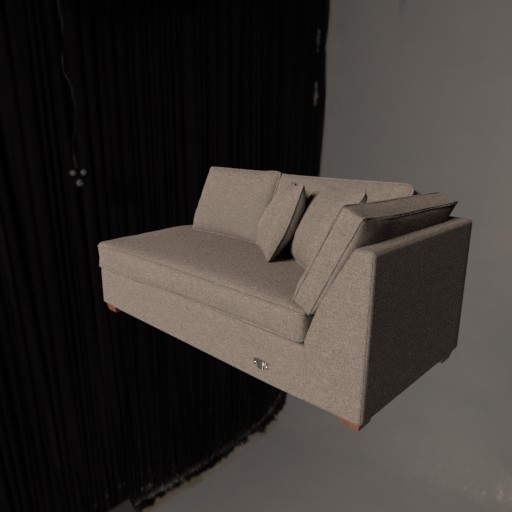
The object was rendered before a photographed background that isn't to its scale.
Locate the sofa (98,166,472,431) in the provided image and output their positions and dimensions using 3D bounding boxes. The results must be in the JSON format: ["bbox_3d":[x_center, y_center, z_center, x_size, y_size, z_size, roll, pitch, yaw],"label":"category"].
[{"bbox_3d":[0.000,0.000,2.848,2.237,1.033,1.110,14,20,42],"label":"sofa"}]
